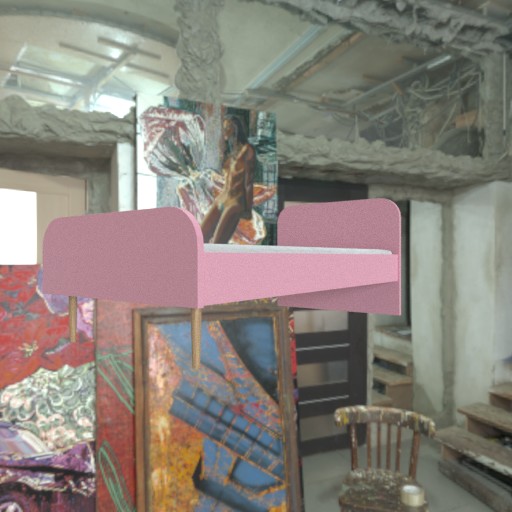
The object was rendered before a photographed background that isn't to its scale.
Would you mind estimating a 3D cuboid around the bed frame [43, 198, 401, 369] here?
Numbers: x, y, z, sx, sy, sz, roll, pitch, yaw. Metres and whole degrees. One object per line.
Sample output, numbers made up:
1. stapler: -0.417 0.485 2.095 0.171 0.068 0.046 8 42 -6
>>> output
1. bed frame: 0.000 0.000 2.537 0.998 0.805 1.963 0 0 37
